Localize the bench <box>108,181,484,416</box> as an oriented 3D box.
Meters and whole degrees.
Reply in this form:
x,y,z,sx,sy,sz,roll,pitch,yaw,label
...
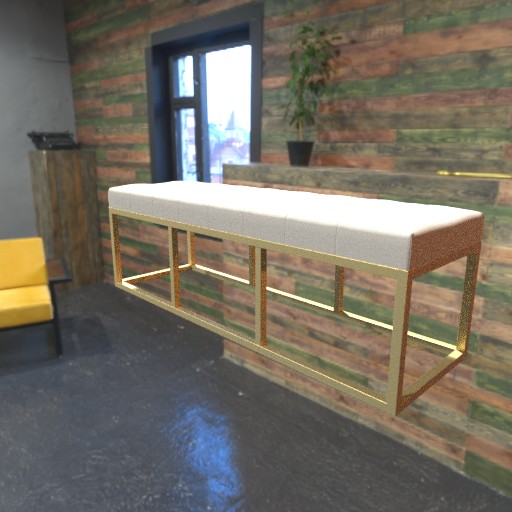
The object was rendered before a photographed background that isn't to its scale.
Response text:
x,y,z,sx,sy,sz,roll,pitch,yaw,label
0.000,0.000,1.714,0.457,0.484,1.473,-14,20,-43,bench
